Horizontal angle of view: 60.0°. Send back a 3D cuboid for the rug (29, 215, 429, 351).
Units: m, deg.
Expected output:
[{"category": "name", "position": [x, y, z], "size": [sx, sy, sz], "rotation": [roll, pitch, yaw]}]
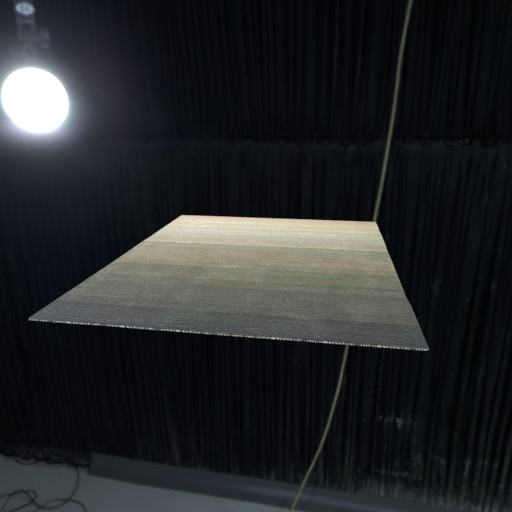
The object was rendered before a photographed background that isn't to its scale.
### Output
[{"category": "rug", "position": [0.000, 0.000, 3.873], "size": [2.315, 0.015, 2.932], "rotation": [3, 18, 9]}]
